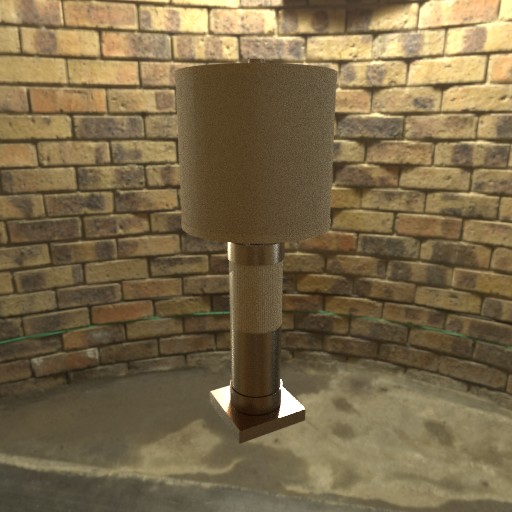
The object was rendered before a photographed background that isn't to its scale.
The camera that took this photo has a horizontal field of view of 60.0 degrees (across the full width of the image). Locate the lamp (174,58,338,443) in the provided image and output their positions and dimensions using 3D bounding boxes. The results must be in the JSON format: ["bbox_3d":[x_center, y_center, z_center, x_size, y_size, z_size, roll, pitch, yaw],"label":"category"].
[{"bbox_3d":[0.000,0.000,0.624,0.202,0.509,0.202,-9,19,-27],"label":"lamp"}]
